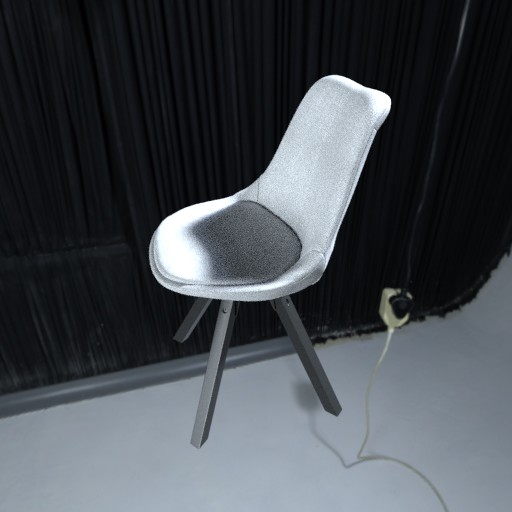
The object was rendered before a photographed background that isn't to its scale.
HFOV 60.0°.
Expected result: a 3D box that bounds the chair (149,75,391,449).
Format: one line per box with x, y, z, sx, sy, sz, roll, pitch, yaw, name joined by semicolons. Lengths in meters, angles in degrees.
0.000;0.000;1.186;0.550;0.850;0.485;-8;33;-13;chair
